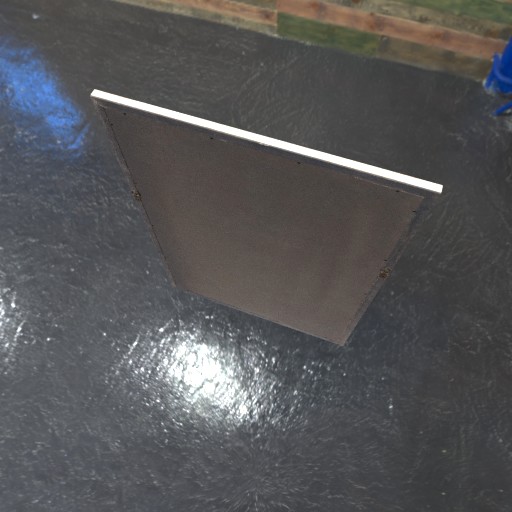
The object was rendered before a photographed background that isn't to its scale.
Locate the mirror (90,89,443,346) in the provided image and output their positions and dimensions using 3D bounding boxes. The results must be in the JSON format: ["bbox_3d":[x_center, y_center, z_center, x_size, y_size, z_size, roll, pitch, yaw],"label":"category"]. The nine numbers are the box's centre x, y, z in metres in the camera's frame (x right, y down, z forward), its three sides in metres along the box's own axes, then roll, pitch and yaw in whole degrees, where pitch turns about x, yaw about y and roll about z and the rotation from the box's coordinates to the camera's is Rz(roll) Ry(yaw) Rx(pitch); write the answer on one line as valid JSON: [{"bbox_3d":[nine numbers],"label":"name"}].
[{"bbox_3d":[0.000,0.000,1.287,0.705,0.996,0.025,18,65,9],"label":"mirror"}]
